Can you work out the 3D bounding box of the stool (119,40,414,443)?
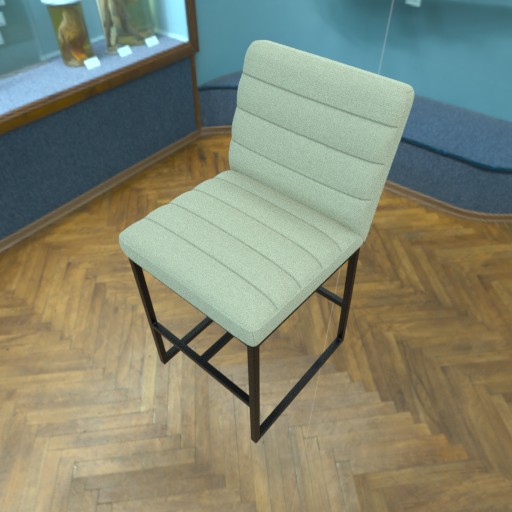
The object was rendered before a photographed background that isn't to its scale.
[{"bbox_3d":[0.000,0.000,1.243,0.460,0.940,0.560,31,53,27],"label":"stool"}]
